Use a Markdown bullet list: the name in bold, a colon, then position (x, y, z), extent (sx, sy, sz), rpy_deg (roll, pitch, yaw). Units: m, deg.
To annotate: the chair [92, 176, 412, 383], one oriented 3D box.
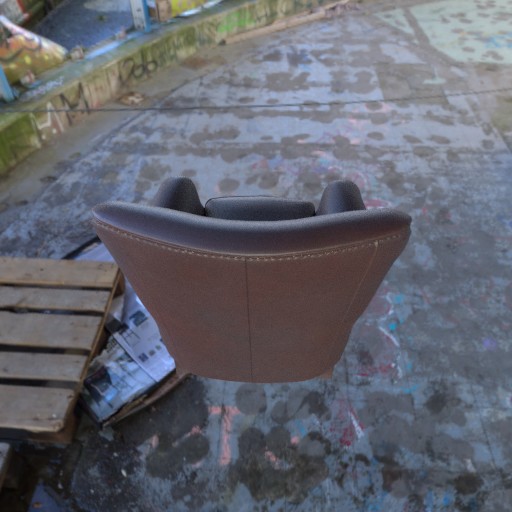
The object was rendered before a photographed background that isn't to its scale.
- **chair**: position (0.000, 0.000, 1.362), extent (0.700, 0.800, 0.746), rpy_deg (2, 46, 2)
